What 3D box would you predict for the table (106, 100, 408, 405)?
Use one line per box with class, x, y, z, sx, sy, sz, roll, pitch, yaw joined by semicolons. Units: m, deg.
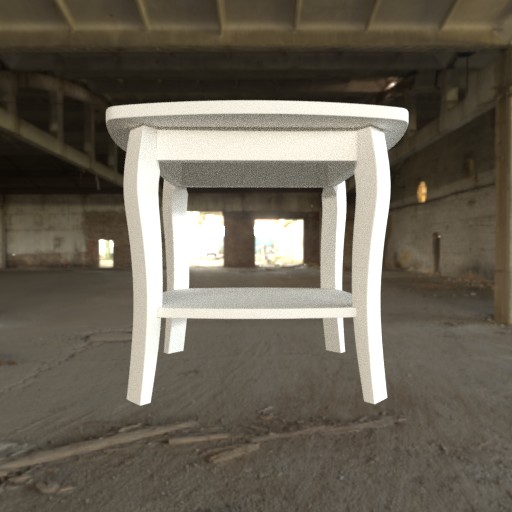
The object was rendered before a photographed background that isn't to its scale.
table;0.000;0.000;0.837;0.502;0.438;0.451;0;1;-1
